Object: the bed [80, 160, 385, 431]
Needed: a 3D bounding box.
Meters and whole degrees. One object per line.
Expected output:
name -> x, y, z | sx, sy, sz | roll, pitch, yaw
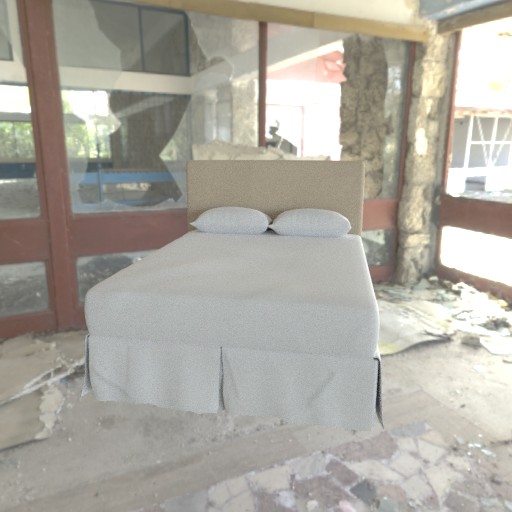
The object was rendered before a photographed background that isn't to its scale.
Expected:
bed -> 0.000, 0.000, 3.256 | 1.723, 1.330, 2.142 | 2, 14, 10
